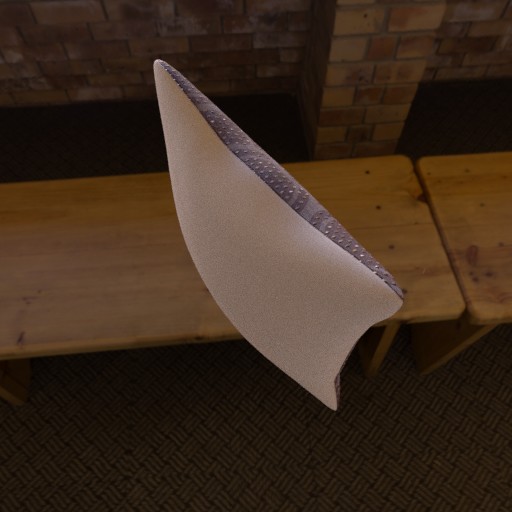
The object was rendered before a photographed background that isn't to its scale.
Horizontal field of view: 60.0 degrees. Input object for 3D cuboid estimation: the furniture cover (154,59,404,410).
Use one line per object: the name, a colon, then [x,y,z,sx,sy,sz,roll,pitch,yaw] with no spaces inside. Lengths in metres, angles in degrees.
furniture cover: [0.000,0.000,0.821,0.193,0.509,0.552,-32,64,-18]
